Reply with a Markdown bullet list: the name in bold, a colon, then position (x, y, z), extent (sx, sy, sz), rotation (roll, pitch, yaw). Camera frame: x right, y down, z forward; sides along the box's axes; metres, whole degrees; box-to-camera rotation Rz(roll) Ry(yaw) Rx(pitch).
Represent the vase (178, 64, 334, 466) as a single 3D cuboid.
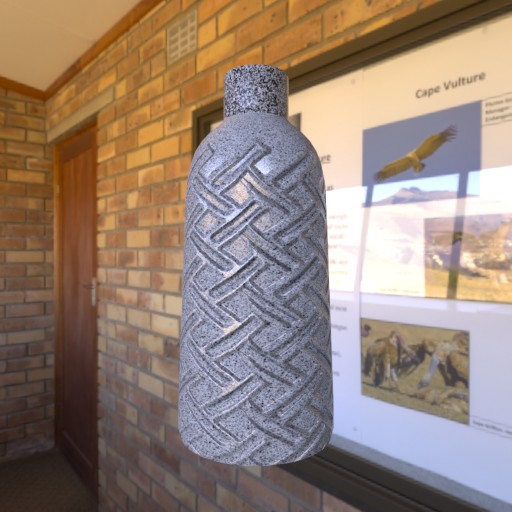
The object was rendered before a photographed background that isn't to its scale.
- **vase**: position (0.000, 0.000, 0.351), extent (0.122, 0.282, 0.122), rotation (0, 0, 0)
